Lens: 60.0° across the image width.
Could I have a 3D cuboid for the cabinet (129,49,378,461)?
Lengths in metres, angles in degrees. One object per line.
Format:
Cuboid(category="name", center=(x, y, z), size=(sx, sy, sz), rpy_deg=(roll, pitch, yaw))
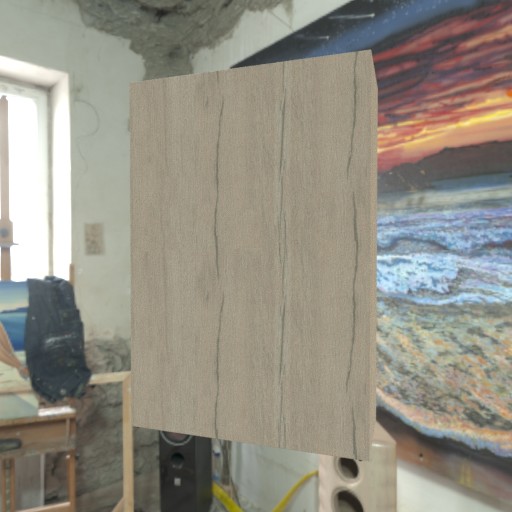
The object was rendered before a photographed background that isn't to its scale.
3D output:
Cuboid(category="cabinet", center=(0.000, 0.000, 2.717), size=(1.400, 2.070, 0.580), rpy_deg=(0, 1, 19))
